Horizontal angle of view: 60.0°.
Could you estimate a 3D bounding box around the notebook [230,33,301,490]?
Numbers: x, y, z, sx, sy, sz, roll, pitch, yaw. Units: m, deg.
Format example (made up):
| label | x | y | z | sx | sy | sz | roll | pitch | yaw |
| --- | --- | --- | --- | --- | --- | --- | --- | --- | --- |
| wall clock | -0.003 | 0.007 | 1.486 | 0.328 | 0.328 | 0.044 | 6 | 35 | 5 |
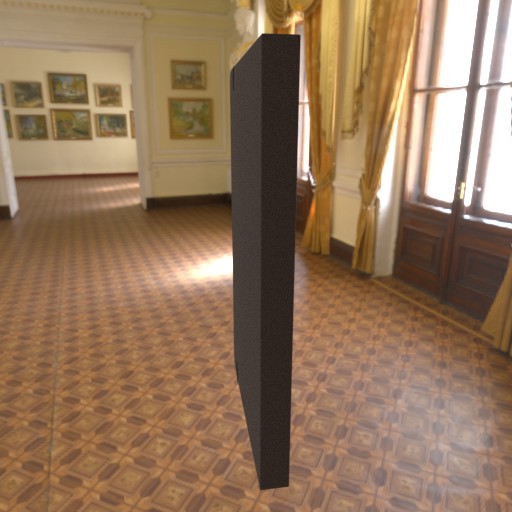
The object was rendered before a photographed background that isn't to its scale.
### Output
| label | x | y | z | sx | sy | sz | roll | pitch | yaw |
| --- | --- | --- | --- | --- | --- | --- | --- | --- | --- |
| notebook | 0.000 | 0.000 | 0.258 | 0.016 | 0.213 | 0.127 | -2 | 17 | -8 |
